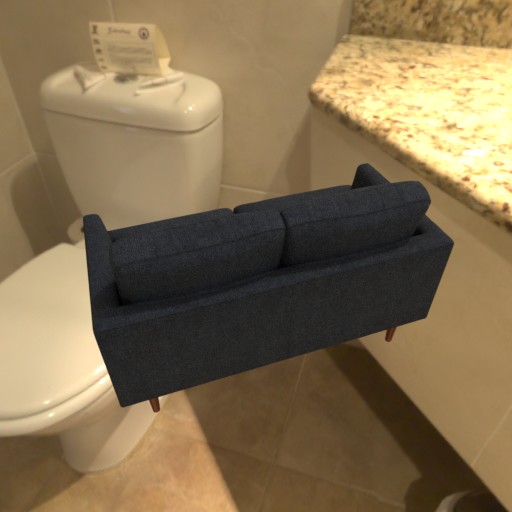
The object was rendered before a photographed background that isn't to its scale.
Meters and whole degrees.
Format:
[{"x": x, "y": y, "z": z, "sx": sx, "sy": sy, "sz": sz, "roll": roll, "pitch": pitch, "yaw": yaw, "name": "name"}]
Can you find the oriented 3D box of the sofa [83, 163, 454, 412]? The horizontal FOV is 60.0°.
[{"x": 0.000, "y": 0.000, "z": 2.217, "sx": 1.582, "sy": 0.944, "sz": 0.903, "roll": -13, "pitch": 42, "yaw": -14, "name": "sofa"}]
